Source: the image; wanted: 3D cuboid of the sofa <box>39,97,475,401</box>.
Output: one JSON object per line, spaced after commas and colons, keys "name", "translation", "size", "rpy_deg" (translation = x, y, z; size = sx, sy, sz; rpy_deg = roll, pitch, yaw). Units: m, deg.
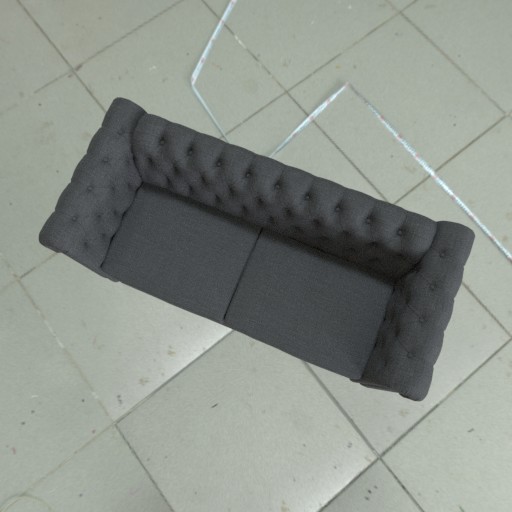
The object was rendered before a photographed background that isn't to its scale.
{"name": "sofa", "translation": [0.000, 0.000, 2.269], "size": [1.798, 0.797, 0.783], "rpy_deg": [22, 77, 5]}
